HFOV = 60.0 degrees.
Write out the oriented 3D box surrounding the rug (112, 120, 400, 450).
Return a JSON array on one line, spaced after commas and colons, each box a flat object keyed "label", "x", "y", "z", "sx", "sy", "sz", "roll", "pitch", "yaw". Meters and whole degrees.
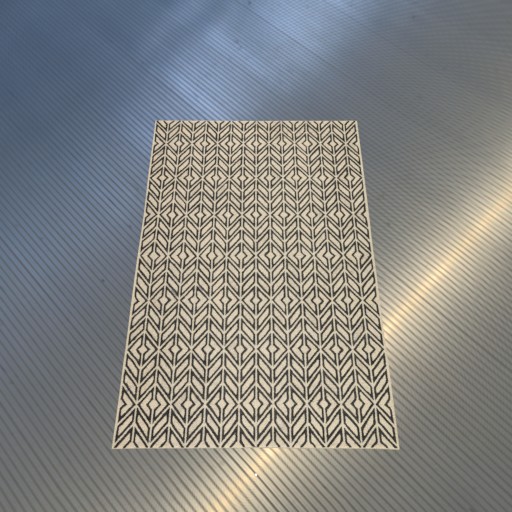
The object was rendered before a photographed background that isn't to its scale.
[{"label": "rug", "x": 0.000, "y": 0.000, "z": 2.282, "sx": 1.220, "sy": 0.007, "sz": 1.828, "roll": 0, "pitch": 64, "yaw": 0}]
